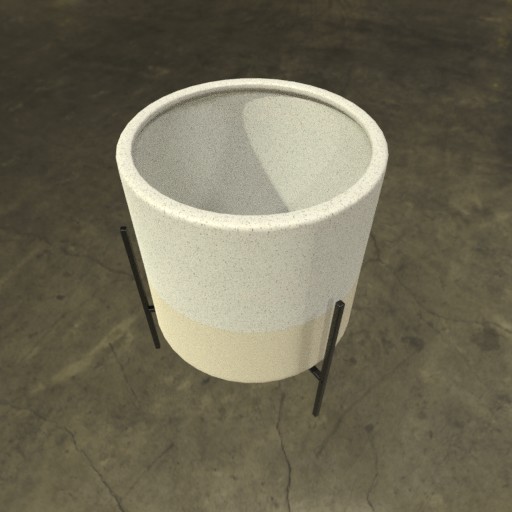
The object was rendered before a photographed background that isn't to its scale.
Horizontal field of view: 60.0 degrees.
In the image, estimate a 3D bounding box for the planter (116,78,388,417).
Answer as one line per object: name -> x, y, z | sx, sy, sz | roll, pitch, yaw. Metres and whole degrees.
planter -> 0.000, 0.000, 0.671 | 0.313, 0.423, 0.335 | 18, 49, 16
